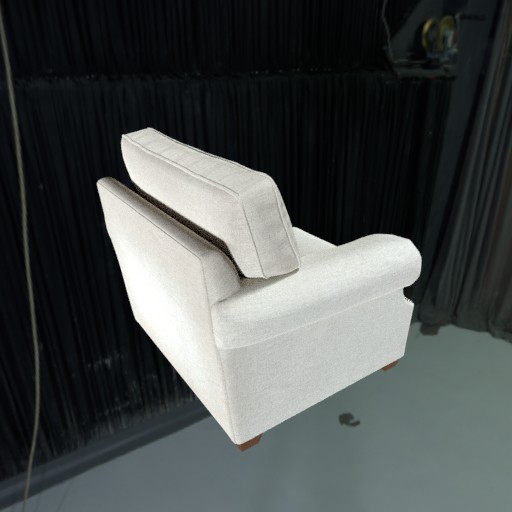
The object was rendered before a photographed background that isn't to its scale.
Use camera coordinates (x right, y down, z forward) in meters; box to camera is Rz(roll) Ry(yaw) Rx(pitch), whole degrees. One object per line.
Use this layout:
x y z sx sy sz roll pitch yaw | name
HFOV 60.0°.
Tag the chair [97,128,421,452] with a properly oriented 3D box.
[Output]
0.000 0.000 1.841 0.965 0.961 1.092 -16 30 -31 | chair
